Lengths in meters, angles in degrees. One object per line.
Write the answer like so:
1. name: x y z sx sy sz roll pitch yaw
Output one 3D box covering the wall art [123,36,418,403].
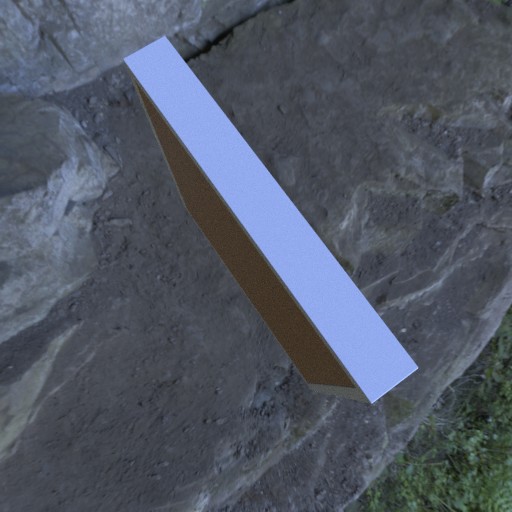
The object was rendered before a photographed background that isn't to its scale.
1. wall art: 0.000 0.000 0.455 0.038 0.305 0.305 -34 77 -9
